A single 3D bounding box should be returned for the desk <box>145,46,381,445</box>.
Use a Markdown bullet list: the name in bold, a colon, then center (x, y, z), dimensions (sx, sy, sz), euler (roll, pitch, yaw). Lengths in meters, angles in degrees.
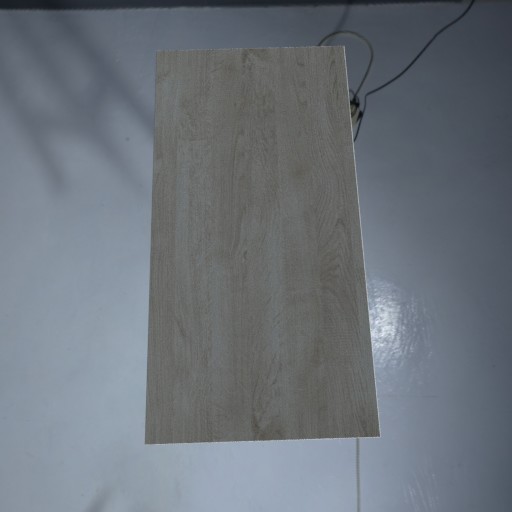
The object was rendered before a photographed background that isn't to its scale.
- **desk**: center (0.000, 0.000, 1.541), dimensions (0.560, 0.730, 1.096), euler (-2, 76, 0)
